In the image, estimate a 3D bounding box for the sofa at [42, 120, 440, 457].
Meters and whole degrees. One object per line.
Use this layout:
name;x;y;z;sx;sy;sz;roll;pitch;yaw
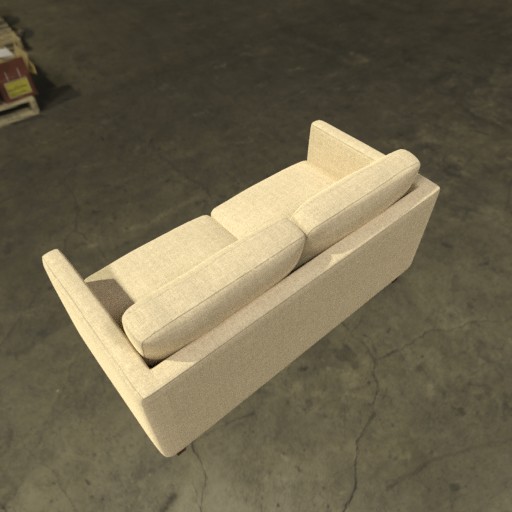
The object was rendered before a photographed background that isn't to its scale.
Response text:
sofa;0.000;0.000;2.422;1.884;0.963;0.950;-32;55;-26
